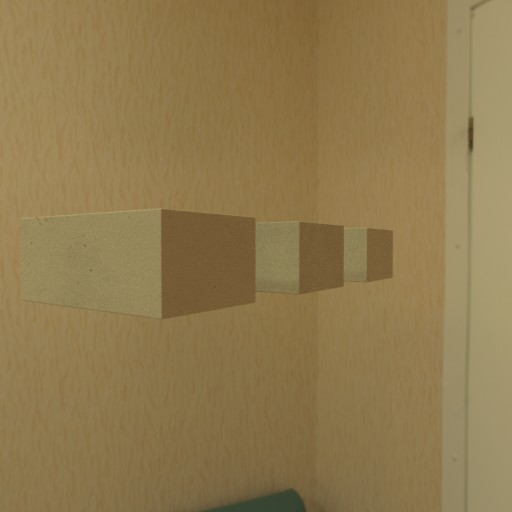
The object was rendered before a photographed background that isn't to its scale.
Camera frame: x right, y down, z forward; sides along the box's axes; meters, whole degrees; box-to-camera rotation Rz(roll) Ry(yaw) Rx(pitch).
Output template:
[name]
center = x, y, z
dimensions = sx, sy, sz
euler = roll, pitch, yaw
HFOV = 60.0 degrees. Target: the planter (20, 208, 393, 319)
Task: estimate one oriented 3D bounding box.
[planter]
center = 0.000, 0.000, 0.377
dimensions = 0.127, 0.051, 0.333
euler = 1, 2, 35
